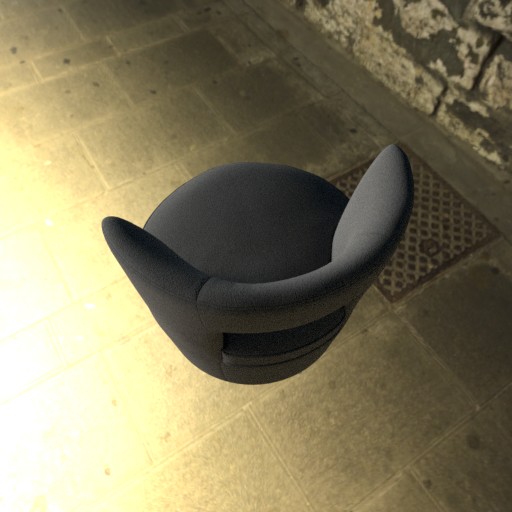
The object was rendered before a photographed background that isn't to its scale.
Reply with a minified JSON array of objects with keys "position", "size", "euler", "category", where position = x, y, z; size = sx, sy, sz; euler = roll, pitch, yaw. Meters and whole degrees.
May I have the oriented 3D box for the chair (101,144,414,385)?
[{"position":[0.000,0.000,1.269],"size":[0.689,0.719,0.660],"euler":[-16,60,-10],"category":"chair"}]
